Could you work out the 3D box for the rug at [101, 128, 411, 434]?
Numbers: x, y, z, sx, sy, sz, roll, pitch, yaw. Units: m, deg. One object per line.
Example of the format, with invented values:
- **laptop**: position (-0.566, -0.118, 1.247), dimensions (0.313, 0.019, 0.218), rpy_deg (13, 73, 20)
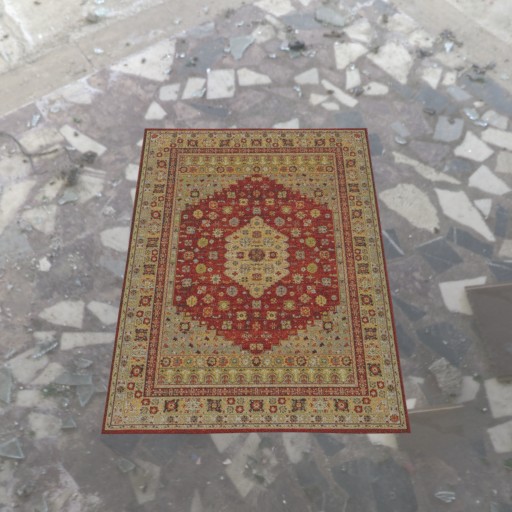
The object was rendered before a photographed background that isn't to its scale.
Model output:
- **rug**: position (0.000, 0.000, 4.083), dimensions (2.387, 0.013, 3.053), rpy_deg (0, 64, 0)
